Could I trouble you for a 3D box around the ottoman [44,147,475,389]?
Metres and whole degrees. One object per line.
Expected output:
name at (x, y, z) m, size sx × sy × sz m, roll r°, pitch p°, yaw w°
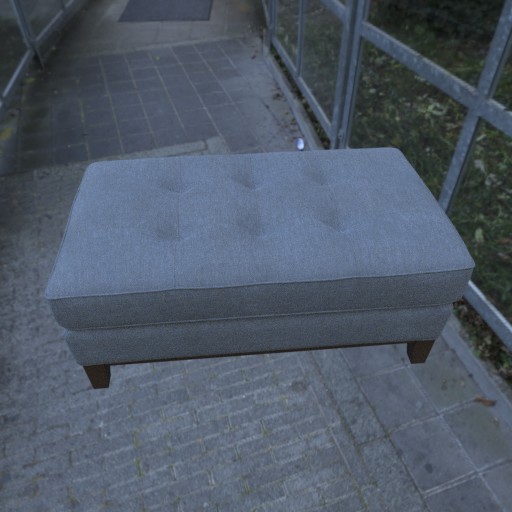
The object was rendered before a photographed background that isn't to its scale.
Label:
ottoman at (0.000, 0.000, 1.489) m, size 1.143 × 0.514 × 0.648 m, roll -4°, pitch 44°, yaw -4°
